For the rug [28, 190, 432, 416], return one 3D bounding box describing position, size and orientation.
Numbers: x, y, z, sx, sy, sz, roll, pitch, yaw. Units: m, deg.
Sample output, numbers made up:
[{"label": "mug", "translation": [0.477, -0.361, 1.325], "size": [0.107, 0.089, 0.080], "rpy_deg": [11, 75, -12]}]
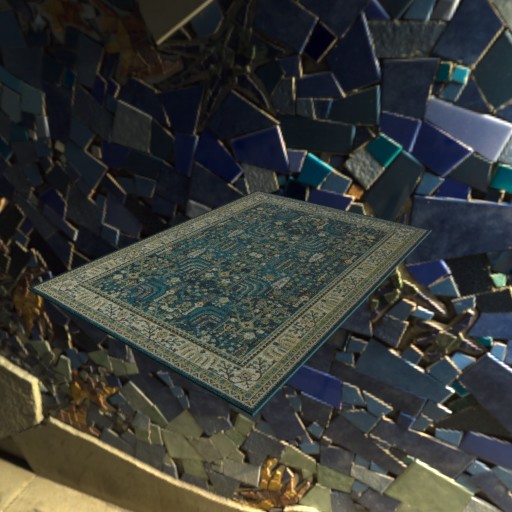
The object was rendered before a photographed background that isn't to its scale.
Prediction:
[{"label": "rug", "translation": [0.000, 0.000, 2.896], "size": [1.594, 0.013, 2.213], "rpy_deg": [18, 32, 32]}]
